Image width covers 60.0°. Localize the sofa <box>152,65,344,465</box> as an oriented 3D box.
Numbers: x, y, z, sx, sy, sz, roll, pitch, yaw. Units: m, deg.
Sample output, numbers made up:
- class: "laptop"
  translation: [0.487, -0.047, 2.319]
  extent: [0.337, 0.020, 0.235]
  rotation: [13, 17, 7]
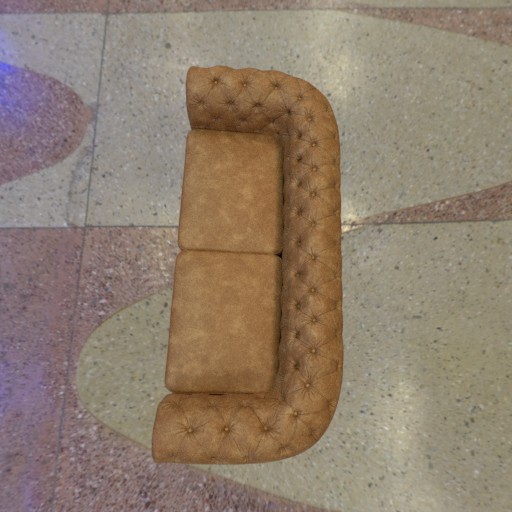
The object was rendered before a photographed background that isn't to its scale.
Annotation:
- class: "sofa"
  translation: [0.000, 0.000, 2.801]
  extent: [0.989, 0.760, 2.365]
  rotation: [2, 74, 1]
